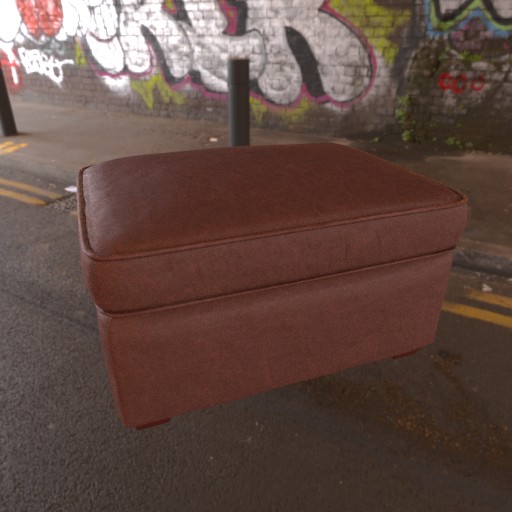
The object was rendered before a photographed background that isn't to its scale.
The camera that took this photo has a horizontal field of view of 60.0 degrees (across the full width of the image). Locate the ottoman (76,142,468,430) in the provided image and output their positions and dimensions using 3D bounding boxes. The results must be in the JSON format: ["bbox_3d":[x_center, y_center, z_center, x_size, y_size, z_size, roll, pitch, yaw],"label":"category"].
[{"bbox_3d":[0.000,0.000,1.056,0.749,0.449,0.548,-10,29,-18],"label":"ottoman"}]
